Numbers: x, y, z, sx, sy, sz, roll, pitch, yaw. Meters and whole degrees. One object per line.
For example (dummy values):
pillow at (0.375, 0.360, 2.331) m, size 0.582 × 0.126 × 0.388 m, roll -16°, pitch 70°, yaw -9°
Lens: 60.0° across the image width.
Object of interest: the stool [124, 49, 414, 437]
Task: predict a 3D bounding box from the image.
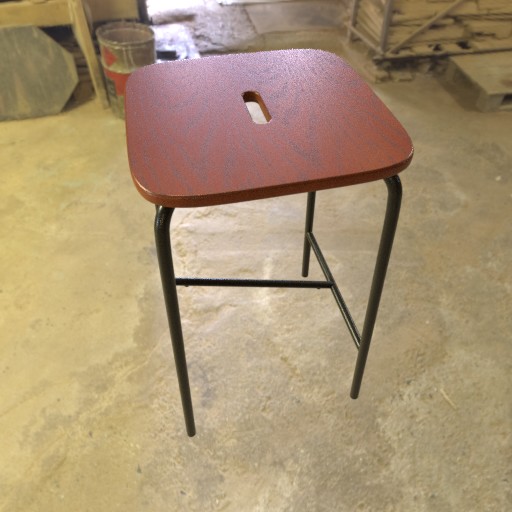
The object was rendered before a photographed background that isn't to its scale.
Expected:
stool at (0.000, 0.000, 0.841) m, size 0.376 × 0.610 × 0.376 m, roll -10°, pitch 48°, yaw -9°
